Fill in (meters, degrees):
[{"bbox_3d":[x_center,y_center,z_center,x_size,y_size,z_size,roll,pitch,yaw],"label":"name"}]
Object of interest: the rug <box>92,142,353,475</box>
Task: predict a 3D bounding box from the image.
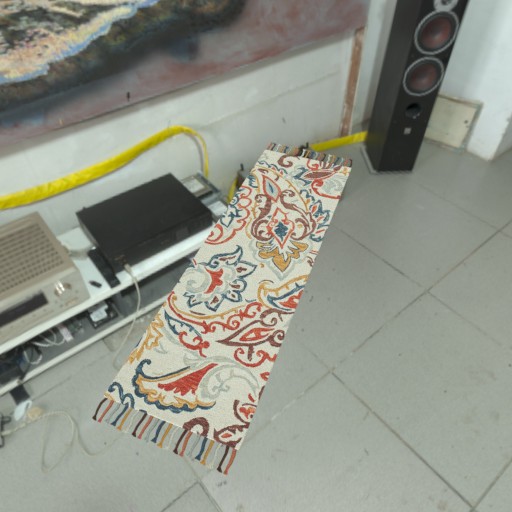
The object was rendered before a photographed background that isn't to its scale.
[{"bbox_3d":[0.000,0.000,2.986,0.763,0.015,2.682,16,49,14],"label":"rug"}]
